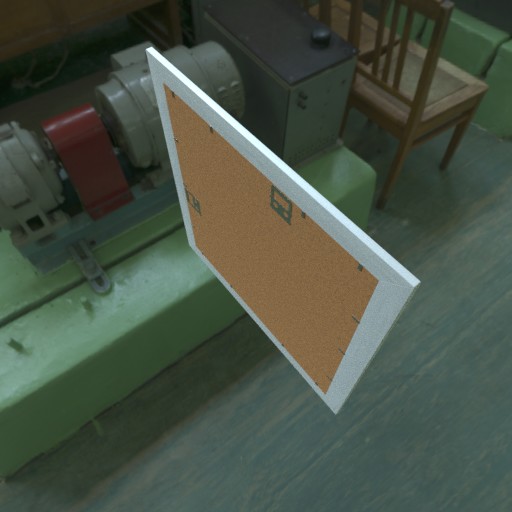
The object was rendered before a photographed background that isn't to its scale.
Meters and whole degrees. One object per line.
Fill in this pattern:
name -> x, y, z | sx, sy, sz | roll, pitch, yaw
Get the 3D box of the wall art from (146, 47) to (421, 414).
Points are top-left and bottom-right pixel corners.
wall art -> 0.000, 0.000, 0.867 | 0.013, 0.584, 0.584 | -34, 63, -20
